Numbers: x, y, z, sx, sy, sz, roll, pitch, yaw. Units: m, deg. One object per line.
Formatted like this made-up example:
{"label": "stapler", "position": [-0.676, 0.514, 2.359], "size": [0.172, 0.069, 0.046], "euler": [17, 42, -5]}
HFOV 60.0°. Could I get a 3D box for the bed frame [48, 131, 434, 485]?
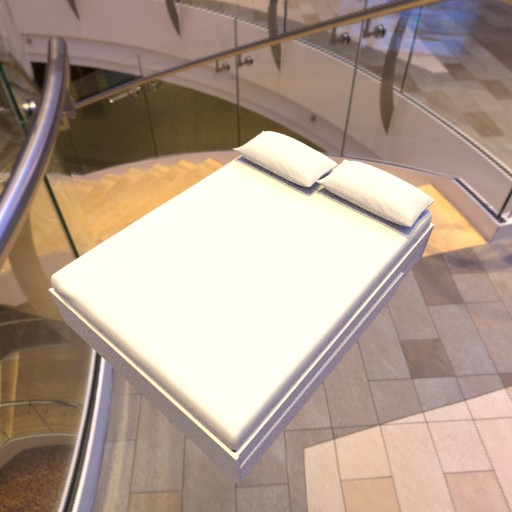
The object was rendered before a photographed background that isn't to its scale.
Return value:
{"label": "bed frame", "position": [0.000, 0.000, 2.719], "size": [1.450, 0.629, 1.950], "euler": [31, 53, 27]}
